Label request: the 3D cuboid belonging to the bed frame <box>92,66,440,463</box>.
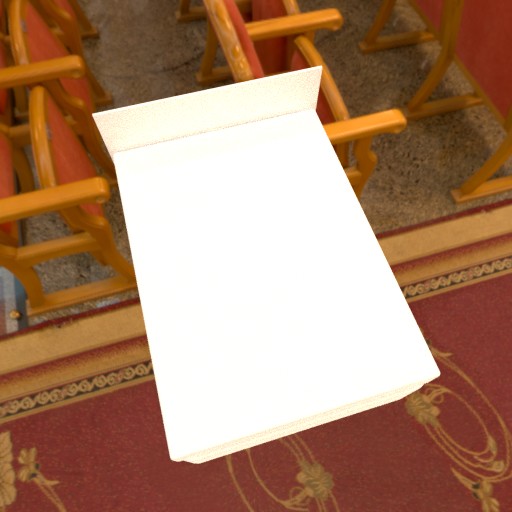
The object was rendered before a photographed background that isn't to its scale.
[{"bbox_3d":[0.000,0.000,2.582,1.400,0.800,1.900,-15,64,-7],"label":"bed frame"}]
